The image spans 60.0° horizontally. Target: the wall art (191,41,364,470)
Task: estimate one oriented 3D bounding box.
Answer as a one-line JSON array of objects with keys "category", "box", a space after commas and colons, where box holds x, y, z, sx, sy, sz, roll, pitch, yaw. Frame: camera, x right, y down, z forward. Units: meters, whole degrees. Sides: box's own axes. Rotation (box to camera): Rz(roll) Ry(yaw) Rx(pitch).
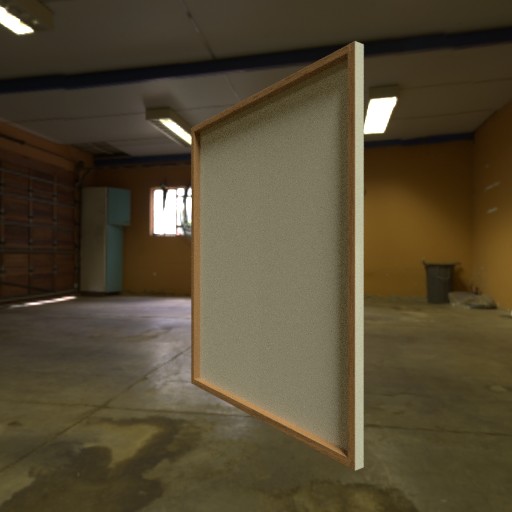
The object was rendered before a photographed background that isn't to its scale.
[{"category": "wall art", "box": [0.000, 0.000, 0.989, 0.021, 0.710, 0.609, 0, 0, -34]}]
